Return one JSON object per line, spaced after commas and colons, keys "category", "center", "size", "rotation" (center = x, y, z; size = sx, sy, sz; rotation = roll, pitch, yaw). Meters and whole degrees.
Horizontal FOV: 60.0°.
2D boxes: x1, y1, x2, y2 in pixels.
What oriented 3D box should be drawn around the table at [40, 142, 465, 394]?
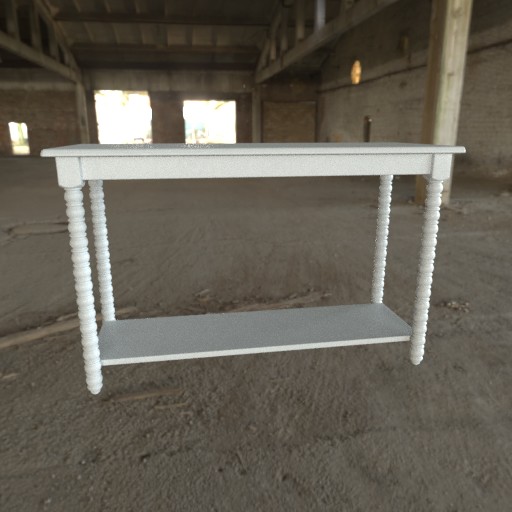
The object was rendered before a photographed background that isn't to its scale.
{"category": "table", "center": [0.000, 0.000, 1.524], "size": [1.184, 0.740, 0.459], "rotation": [-3, 16, -9]}
